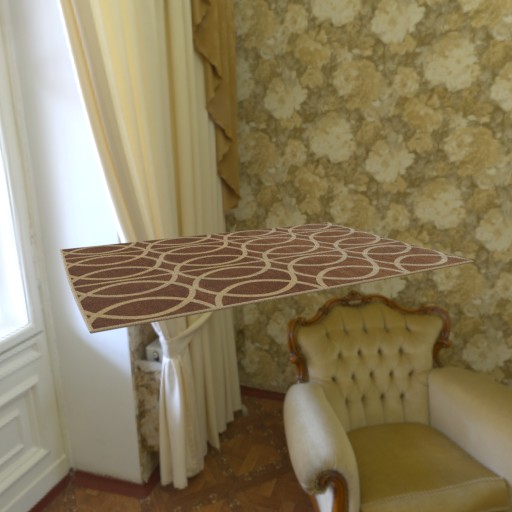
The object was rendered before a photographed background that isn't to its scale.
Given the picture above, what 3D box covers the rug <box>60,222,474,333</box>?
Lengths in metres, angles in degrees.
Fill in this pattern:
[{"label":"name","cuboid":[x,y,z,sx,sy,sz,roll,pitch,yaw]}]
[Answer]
[{"label":"rug","cuboid":[0.000,0.000,2.909,2.294,0.014,1.528,-8,16,-27]}]
